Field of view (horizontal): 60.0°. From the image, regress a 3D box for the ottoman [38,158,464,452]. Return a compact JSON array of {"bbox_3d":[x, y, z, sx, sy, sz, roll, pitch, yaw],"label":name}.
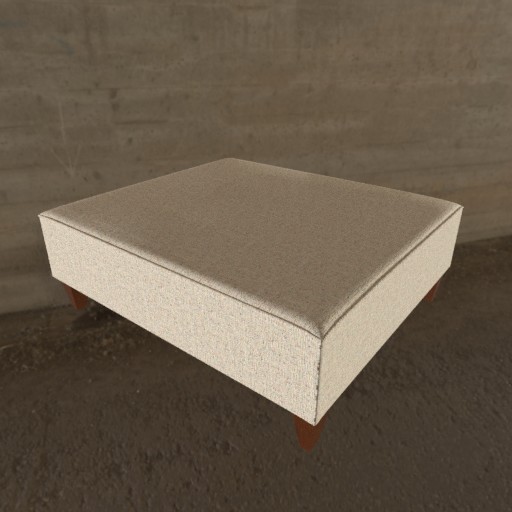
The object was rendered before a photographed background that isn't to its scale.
[{"bbox_3d":[0.000,0.000,1.209,0.835,0.303,0.736,19,32,34],"label":"ottoman"}]
